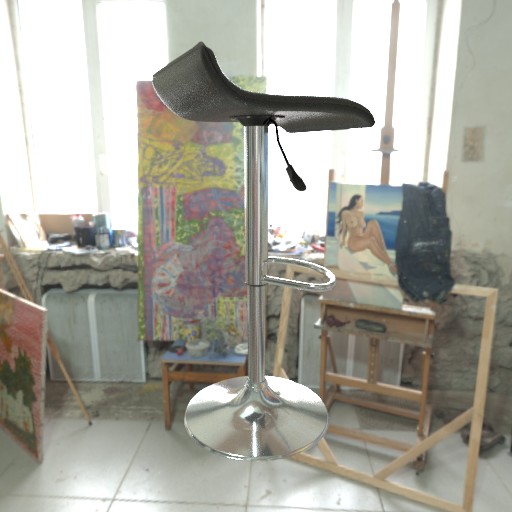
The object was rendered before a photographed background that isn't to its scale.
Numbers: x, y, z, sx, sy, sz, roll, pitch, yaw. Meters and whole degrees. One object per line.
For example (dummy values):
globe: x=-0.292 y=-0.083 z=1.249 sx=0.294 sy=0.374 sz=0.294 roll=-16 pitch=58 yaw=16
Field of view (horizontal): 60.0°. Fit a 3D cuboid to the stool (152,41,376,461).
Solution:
stool: x=0.000 y=0.000 z=1.074 sx=0.381 sy=0.851 sz=0.381 roll=-6 pitch=14 yaw=-25
